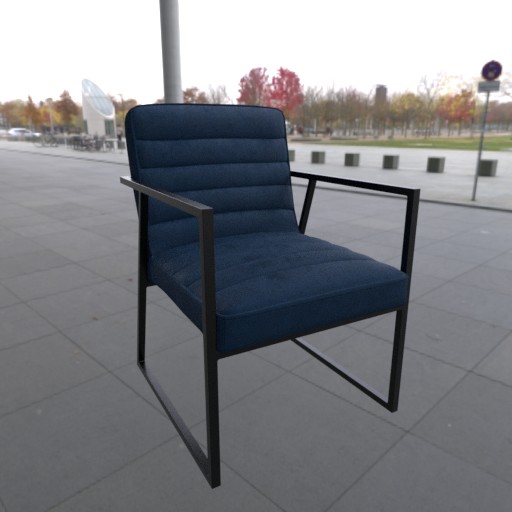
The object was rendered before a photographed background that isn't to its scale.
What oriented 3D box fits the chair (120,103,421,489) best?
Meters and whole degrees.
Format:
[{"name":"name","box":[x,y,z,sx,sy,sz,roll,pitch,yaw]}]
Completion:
[{"name":"chair","box":[0.000,0.000,1.247,0.571,0.833,0.677,-9,19,-28]}]
